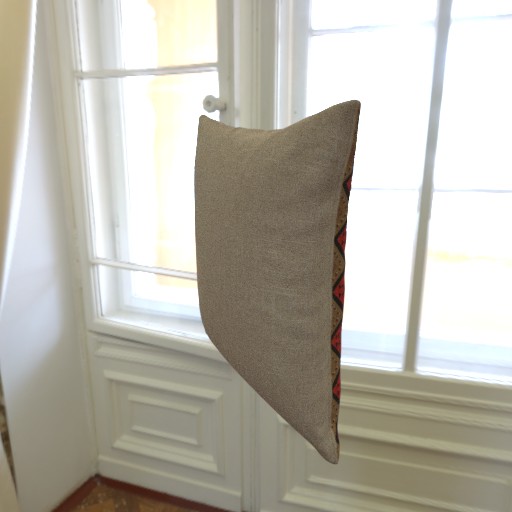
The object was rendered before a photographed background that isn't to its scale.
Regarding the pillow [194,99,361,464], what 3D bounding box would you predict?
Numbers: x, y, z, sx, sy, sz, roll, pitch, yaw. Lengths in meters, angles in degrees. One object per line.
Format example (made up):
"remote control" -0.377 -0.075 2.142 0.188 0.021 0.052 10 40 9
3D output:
"pillow" 0.000 0.000 0.802 0.158 0.511 0.513 -8 17 -26
